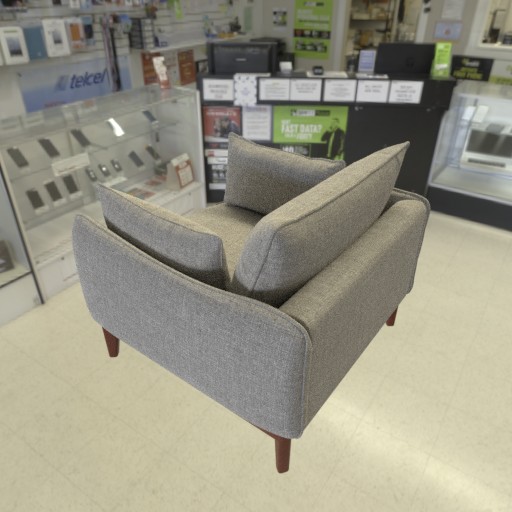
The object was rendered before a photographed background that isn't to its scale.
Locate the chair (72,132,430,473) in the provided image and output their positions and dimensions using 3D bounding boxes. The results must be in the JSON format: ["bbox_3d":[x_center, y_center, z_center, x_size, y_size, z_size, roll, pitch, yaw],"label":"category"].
[{"bbox_3d":[0.000,0.000,1.688,0.976,0.839,0.993,22,38,30],"label":"chair"}]
